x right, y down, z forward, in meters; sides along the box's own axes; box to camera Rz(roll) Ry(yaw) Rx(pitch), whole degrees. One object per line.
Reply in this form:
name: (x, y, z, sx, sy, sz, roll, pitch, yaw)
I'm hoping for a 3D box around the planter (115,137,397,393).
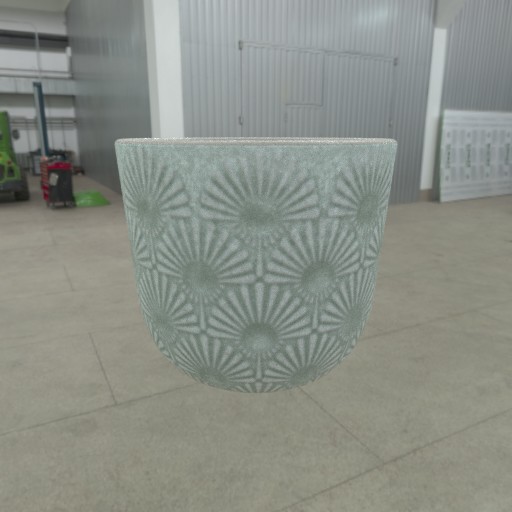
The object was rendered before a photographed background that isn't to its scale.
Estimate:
planter: (0.000, 0.000, 0.297, 0.170, 0.152, 0.170, 0, 15, 0)
